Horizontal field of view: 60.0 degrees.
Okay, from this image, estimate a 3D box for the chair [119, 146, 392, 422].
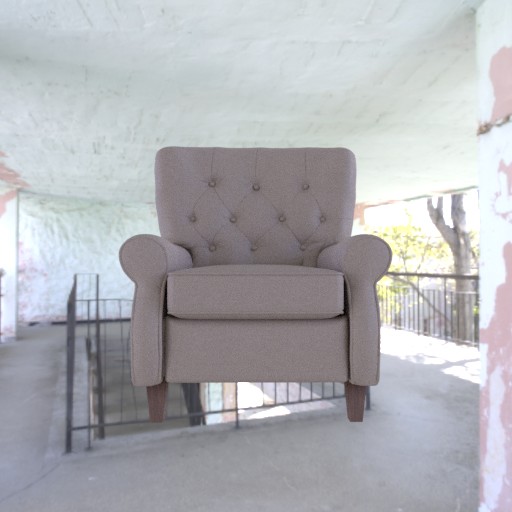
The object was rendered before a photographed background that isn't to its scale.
[{"bbox_3d":[0.000,0.000,1.934,0.999,1.138,1.041,0,-1,0],"label":"chair"}]
